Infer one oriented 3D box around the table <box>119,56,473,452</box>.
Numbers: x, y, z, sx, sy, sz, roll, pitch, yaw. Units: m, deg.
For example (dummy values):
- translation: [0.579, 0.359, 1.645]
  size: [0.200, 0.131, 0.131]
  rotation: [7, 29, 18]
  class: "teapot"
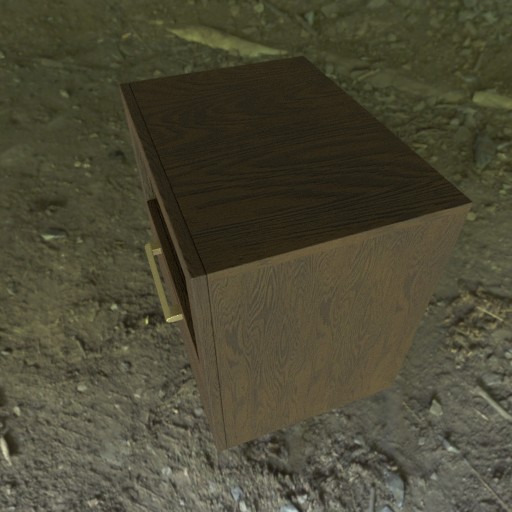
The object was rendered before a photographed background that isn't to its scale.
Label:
- translation: [0.000, 0.000, 0.955]
  size: [0.439, 0.585, 0.560]
  rotation: [-15, 47, -14]
  class: "table"
